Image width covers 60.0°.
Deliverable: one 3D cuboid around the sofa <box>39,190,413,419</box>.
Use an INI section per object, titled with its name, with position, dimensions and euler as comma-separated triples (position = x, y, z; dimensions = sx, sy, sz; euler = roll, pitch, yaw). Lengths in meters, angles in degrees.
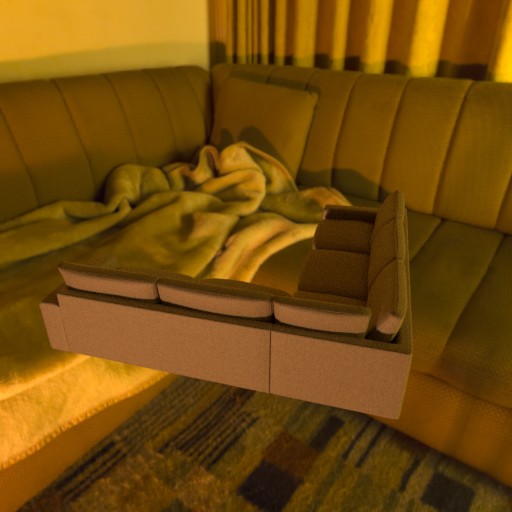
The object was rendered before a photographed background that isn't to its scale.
[sofa]
position = 0.000, 0.000, 4.225
dimensions = 2.742, 0.800, 2.622
euler = 8, 29, 14
